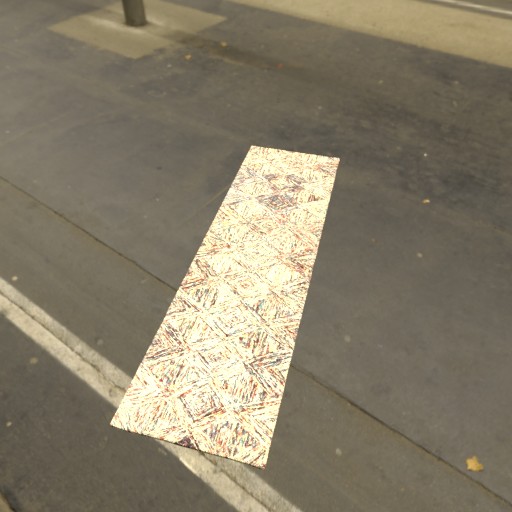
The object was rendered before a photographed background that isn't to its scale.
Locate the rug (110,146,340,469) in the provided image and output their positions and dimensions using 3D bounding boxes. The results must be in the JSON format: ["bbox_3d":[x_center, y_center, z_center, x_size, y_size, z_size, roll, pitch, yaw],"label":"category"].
[{"bbox_3d":[0.000,0.000,2.606,0.688,0.015,2.292,11,47,10],"label":"rug"}]
